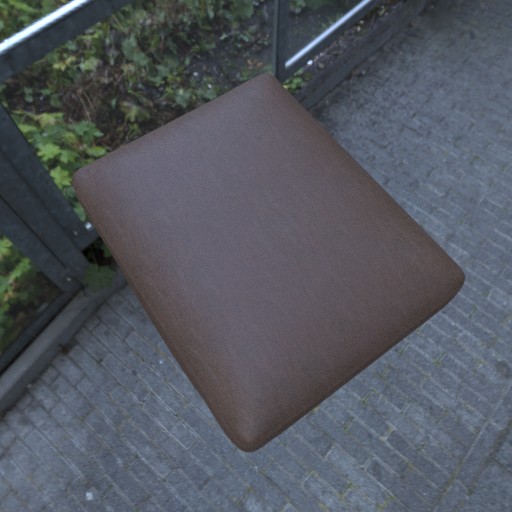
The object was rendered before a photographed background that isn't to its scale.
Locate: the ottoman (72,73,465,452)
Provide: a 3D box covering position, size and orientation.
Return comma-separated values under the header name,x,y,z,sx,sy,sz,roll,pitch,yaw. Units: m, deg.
name,x,y,z,sx,sy,sz,roll,pitch,yaw
ottoman,0.000,0.000,1.178,0.635,0.508,0.787,-33,69,-14
